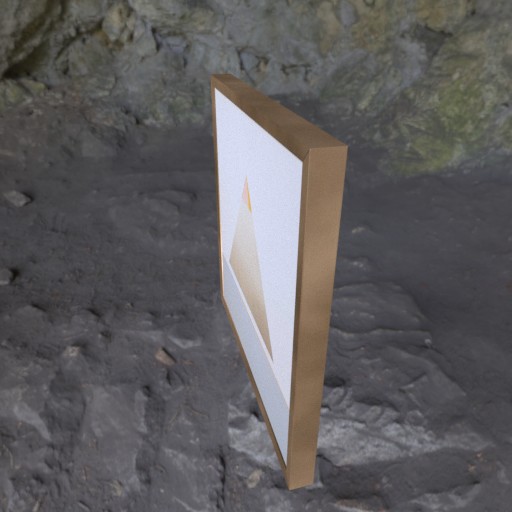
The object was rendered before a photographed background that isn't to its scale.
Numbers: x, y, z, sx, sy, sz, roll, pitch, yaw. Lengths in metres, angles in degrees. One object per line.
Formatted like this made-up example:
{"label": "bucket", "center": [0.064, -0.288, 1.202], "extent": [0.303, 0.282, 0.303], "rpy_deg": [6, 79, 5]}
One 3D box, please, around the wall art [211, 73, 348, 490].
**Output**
{"label": "wall art", "center": [0.000, 0.000, 0.749], "extent": [0.038, 0.511, 0.513], "rpy_deg": [-8, 30, -13]}
